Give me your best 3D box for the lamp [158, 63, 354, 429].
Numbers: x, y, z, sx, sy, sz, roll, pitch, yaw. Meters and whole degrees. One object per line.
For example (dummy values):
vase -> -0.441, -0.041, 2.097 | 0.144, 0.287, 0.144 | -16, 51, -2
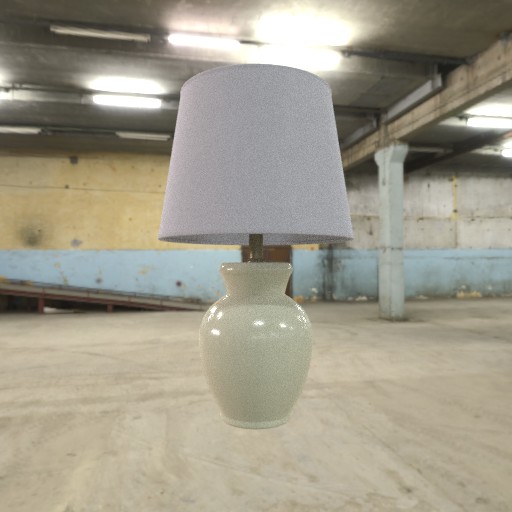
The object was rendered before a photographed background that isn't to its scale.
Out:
lamp -> 0.000, 0.000, 0.553 | 0.239, 0.399, 0.239 | 0, -1, 0
